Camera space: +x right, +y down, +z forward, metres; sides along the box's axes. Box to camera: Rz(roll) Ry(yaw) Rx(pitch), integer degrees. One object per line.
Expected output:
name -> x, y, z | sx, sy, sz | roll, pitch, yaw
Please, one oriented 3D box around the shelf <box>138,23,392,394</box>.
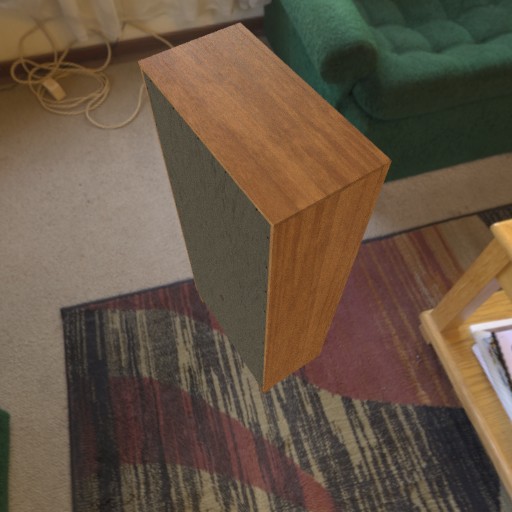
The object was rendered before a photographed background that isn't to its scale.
shelf -> 0.000, 0.000, 2.301 | 0.453, 1.930, 0.864 | -29, 63, -17
